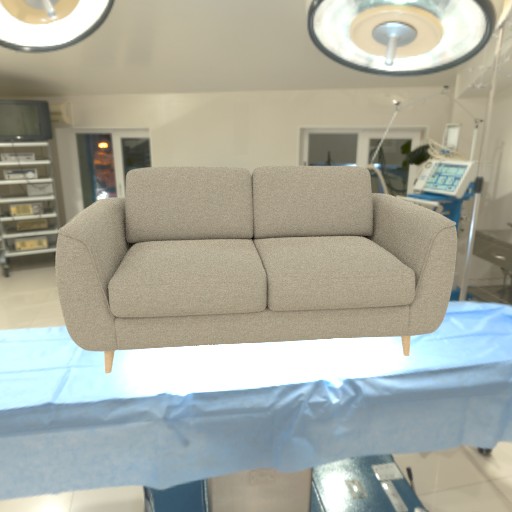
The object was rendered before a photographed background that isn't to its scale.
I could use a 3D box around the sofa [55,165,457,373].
[{"bbox_3d":[0.000,0.000,2.231,1.700,0.850,0.920,-2,16,-6],"label":"sofa"}]
